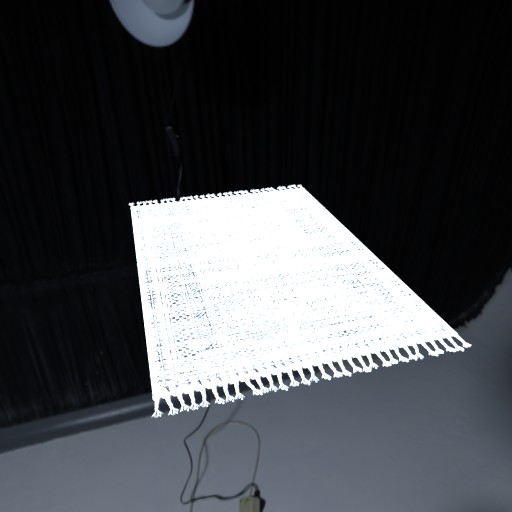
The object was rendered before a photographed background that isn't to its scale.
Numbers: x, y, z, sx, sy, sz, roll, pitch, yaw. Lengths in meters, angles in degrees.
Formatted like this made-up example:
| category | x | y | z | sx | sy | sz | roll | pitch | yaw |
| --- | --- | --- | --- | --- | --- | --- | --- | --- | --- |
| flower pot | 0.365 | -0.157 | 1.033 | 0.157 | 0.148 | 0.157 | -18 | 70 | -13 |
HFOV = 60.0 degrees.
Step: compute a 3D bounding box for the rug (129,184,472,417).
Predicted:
| category | x | y | z | sx | sy | sz | roll | pitch | yaw |
| --- | --- | --- | --- | --- | --- | --- | --- | --- | --- |
| rug | 0.000 | 0.000 | 2.357 | 1.243 | 0.013 | 1.872 | -8 | 31 | -14 |
